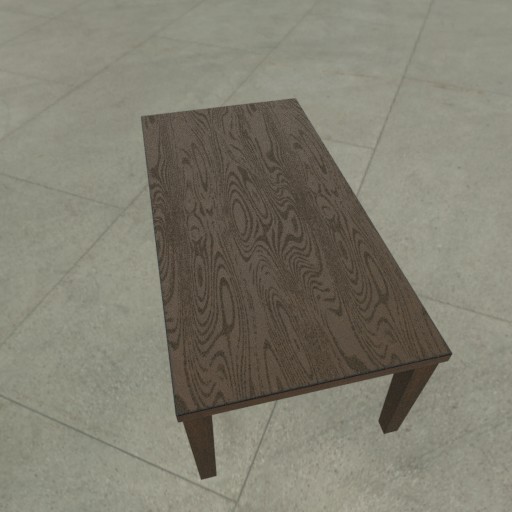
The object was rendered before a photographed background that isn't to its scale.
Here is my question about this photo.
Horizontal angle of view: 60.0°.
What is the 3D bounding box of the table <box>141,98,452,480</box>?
[{"bbox_3d":[0.000,0.000,2.479,1.016,0.762,1.981,-10,48,-9],"label":"table"}]
